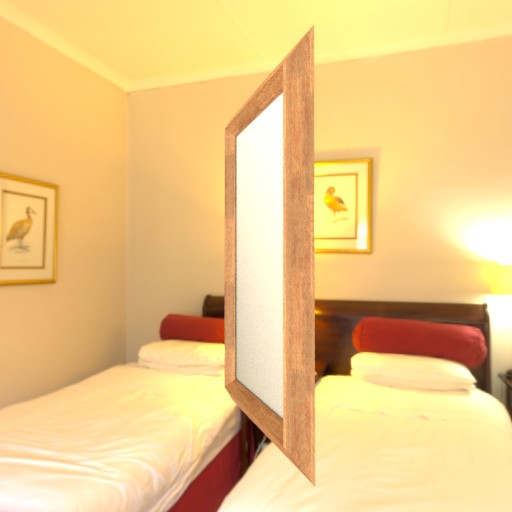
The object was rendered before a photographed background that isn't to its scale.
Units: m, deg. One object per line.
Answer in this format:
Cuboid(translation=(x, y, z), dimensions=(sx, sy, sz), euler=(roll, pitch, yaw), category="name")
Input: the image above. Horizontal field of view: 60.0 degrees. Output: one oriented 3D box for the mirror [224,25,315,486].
Cuboid(translation=(0.000, 0.000, 1.269), dimensions=(0.047, 1.010, 0.651), euler=(0, -1, -19), category="mirror")
